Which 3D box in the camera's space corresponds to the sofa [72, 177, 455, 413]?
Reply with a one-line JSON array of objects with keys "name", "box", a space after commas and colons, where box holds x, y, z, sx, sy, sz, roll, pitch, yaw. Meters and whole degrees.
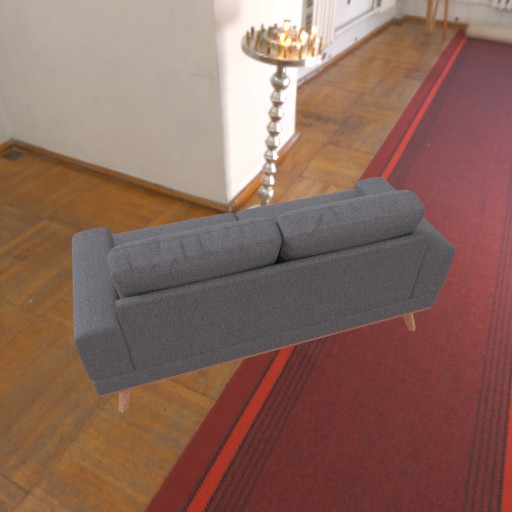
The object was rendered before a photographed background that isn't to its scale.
[{"name": "sofa", "box": [0.000, 0.000, 2.136, 1.650, 0.810, 0.785, -12, 43, -13]}]
